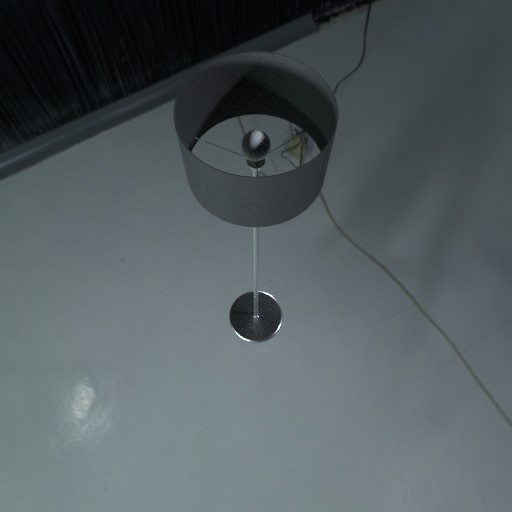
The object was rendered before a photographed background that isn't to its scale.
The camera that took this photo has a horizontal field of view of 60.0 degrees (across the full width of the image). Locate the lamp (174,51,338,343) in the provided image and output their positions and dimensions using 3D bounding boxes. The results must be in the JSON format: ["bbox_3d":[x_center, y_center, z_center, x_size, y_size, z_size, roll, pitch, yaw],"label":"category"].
[{"bbox_3d":[0.000,0.000,1.587,0.348,1.443,0.348,-33,69,-14],"label":"lamp"}]
